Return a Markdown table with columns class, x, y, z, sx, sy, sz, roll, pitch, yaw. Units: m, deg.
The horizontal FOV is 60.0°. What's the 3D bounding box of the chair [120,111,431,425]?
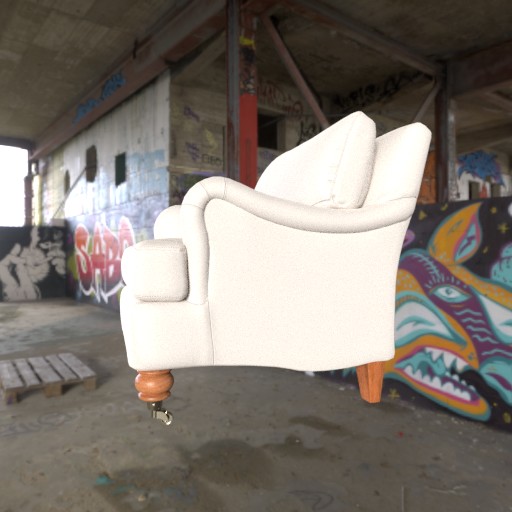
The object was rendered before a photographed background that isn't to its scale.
| class | x | y | z | sx | sy | sz | roll | pitch | yaw |
| --- | --- | --- | --- | --- | --- | --- | --- | --- | --- |
| chair | 0.000 | 0.000 | 1.847 | 1.070 | 1.038 | 0.955 | 0 | 0 | -18 |
